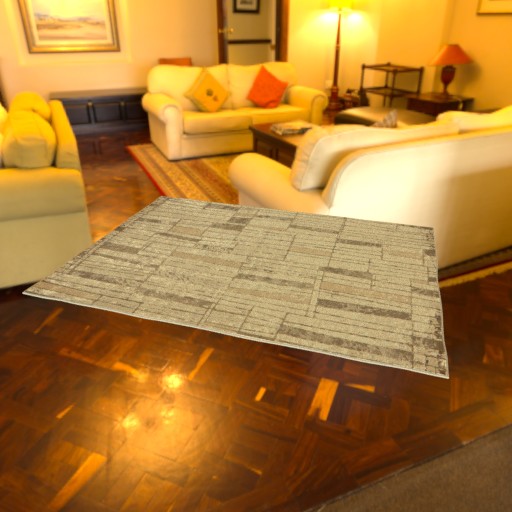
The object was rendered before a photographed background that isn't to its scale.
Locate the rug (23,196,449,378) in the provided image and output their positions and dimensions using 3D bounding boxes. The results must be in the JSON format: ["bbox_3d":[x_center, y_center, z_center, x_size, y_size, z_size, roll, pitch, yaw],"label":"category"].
[{"bbox_3d":[0.000,0.000,4.305,3.357,0.019,2.449,8,29,15],"label":"rug"}]
